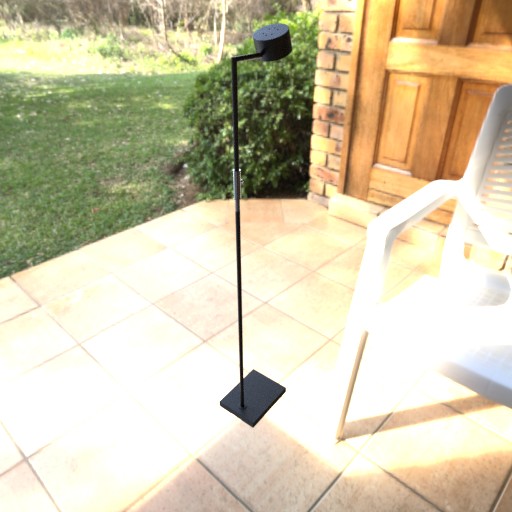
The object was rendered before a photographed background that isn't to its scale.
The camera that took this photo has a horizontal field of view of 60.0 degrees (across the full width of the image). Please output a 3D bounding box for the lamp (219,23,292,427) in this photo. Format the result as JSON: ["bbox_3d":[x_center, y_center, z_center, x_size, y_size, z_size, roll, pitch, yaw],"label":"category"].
[{"bbox_3d":[0.000,0.000,1.732,0.203,1.600,0.304,22,37,31],"label":"lamp"}]
